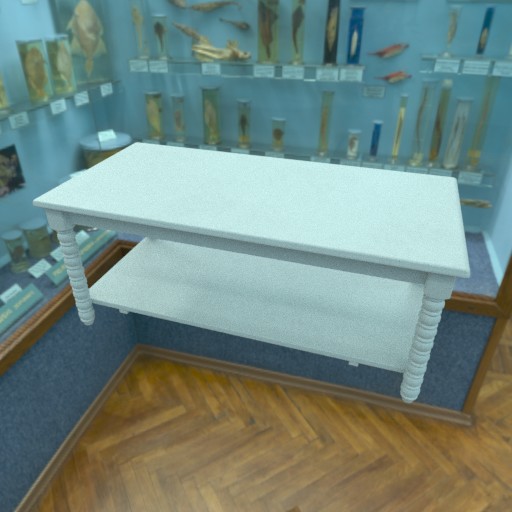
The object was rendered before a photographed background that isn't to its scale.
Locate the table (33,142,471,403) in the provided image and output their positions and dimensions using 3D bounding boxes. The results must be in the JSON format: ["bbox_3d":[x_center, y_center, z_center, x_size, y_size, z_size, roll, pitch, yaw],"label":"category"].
[{"bbox_3d":[0.000,0.000,1.473,1.171,0.487,0.580,10,33,15],"label":"table"}]
